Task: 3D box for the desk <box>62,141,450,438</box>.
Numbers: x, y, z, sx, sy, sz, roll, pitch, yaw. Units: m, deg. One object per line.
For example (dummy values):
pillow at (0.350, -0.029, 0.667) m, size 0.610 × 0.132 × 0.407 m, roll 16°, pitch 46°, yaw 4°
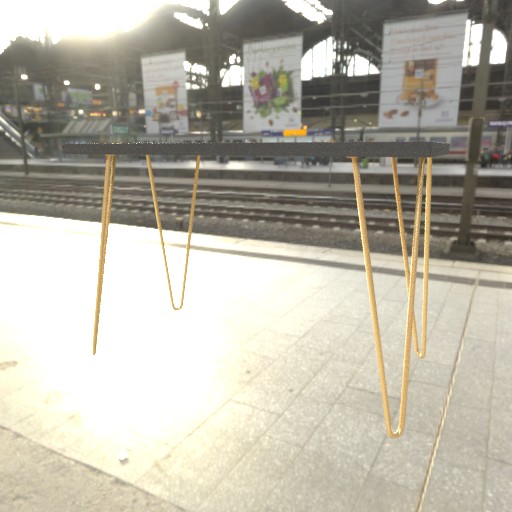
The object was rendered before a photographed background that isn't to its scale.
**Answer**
desk at (0.000, 0.000, 1.344) m, size 0.991 × 0.660 × 0.499 m, roll 7°, pitch 15°, yaw 26°
